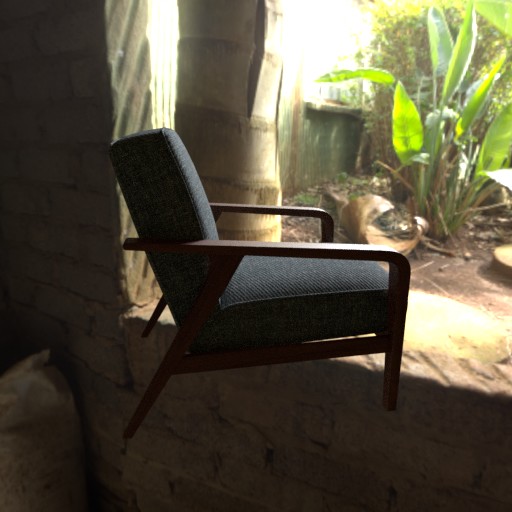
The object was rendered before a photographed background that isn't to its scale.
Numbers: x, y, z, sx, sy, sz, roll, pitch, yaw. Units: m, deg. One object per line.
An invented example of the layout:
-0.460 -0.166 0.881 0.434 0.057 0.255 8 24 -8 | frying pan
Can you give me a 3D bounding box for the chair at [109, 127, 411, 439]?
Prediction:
0.000 0.000 1.545 0.889 0.864 0.719 -3 16 -9 | chair
